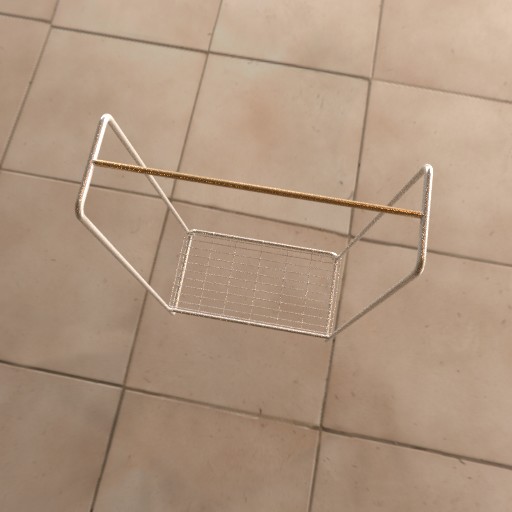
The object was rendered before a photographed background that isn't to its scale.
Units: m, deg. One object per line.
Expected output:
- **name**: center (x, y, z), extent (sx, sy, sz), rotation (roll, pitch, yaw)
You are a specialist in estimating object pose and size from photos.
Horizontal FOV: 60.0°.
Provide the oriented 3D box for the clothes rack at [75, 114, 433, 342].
- **clothes rack**: center (0.000, 0.000, 1.870), extent (0.900, 1.500, 0.495), rotation (10, 76, 2)
